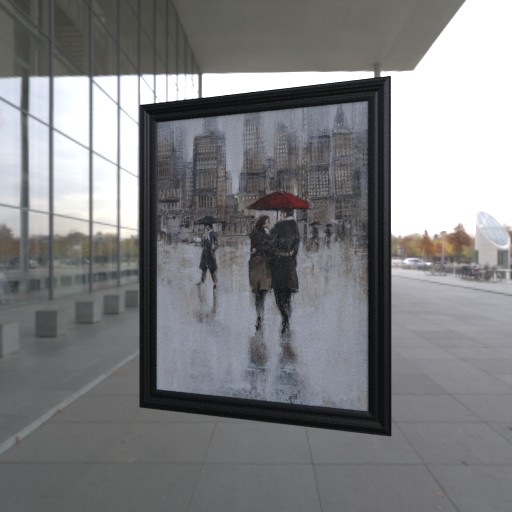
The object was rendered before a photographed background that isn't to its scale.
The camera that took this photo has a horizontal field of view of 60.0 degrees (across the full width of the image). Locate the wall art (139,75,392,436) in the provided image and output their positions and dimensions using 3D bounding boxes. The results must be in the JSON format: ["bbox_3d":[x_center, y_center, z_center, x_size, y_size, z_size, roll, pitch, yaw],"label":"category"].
[{"bbox_3d":[0.000,0.000,1.626,0.950,1.194,0.053,0,0,17],"label":"wall art"}]
